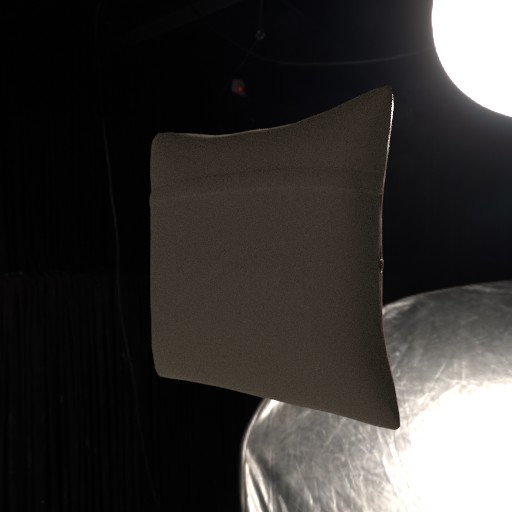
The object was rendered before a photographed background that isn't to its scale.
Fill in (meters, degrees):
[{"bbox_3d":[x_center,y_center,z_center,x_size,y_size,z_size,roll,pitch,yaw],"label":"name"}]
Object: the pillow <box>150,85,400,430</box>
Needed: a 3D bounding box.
[{"bbox_3d":[0.000,0.000,0.732,0.484,0.470,0.192,1,1,36],"label":"pillow"}]
